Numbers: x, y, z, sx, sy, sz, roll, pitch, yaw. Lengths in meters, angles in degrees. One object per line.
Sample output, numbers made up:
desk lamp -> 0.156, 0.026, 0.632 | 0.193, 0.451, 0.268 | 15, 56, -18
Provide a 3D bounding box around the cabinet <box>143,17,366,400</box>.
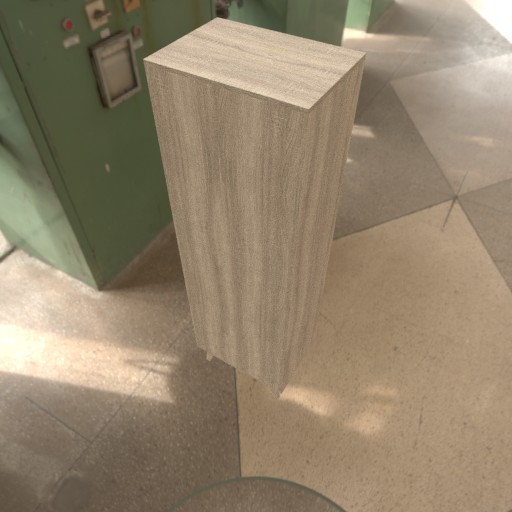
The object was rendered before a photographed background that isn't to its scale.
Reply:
cabinet -> 0.000, 0.000, 2.064 | 0.570, 1.850, 0.400 | 24, 52, 20
